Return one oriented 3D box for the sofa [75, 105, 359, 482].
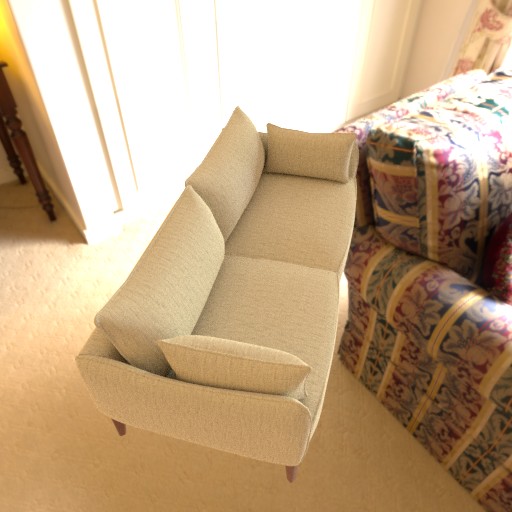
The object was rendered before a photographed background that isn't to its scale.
[{"bbox_3d":[0.000,0.000,2.439,0.991,0.860,1.989,10,45,10],"label":"sofa"}]
